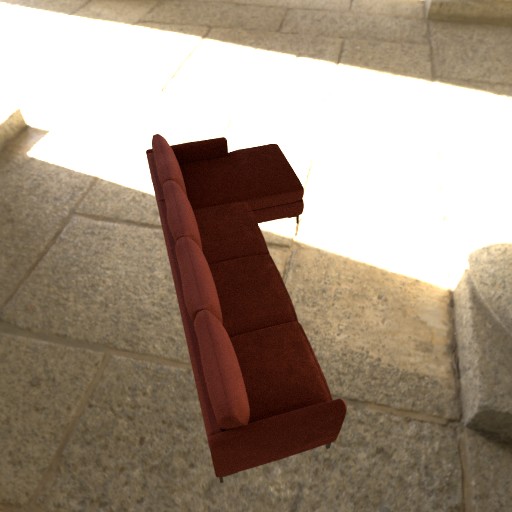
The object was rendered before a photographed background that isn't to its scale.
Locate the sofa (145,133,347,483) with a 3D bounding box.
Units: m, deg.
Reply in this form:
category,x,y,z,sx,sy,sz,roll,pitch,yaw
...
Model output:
category,x,y,z,sx,sy,sz,roll,pitch,yaw
sofa,0.000,0.000,3.523,1.350,0.810,2.932,-12,48,-11
